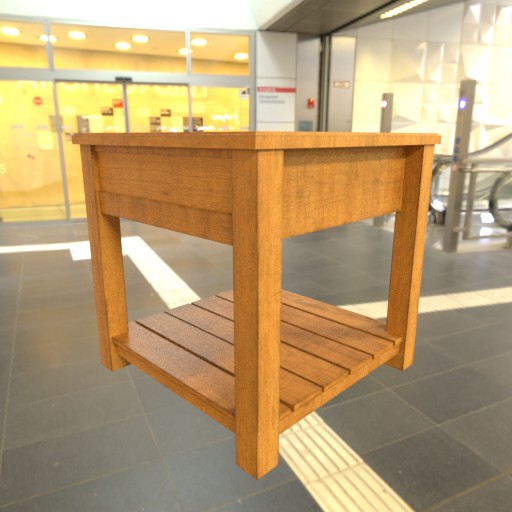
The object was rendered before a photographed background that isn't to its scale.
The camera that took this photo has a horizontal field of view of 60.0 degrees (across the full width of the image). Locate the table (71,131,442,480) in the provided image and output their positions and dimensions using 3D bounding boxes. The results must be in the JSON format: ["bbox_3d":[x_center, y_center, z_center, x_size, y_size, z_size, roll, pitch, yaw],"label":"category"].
[{"bbox_3d":[0.000,0.000,1.111,0.612,0.593,0.616,15,21,43],"label":"table"}]
